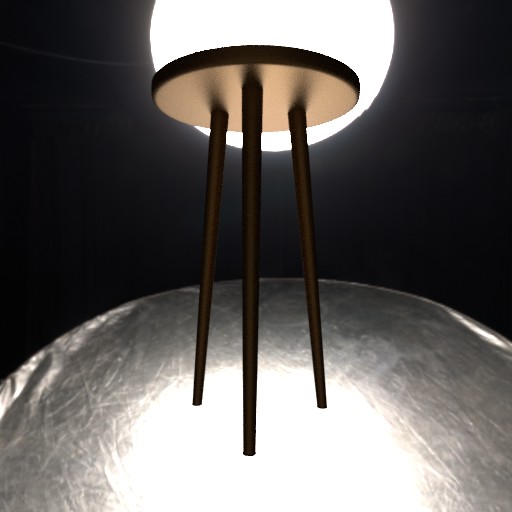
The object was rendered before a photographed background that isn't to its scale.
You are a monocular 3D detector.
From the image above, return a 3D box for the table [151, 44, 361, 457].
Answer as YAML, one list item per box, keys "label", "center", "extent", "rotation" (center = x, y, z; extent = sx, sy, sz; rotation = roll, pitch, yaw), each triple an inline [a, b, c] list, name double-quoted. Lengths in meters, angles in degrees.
- label: "table"
  center: [0.000, 0.000, 0.651]
  extent: [0.299, 0.480, 0.299]
  rotation: [0, 0, 1]
